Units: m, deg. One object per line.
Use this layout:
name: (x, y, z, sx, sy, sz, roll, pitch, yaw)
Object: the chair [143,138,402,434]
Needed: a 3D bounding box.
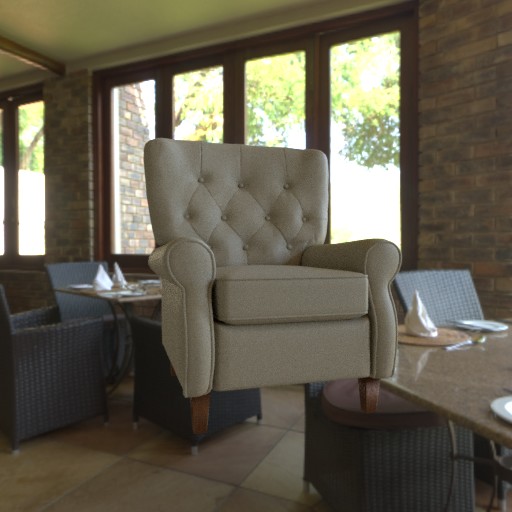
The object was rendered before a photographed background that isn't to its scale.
chair: (0.000, 0.000, 1.963, 0.943, 1.158, 1.059, 0, 1, -17)
